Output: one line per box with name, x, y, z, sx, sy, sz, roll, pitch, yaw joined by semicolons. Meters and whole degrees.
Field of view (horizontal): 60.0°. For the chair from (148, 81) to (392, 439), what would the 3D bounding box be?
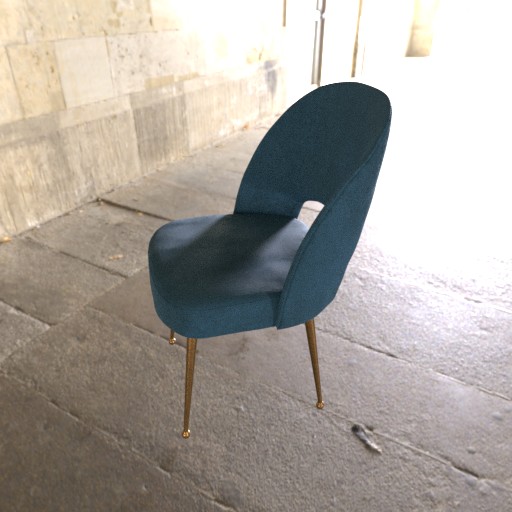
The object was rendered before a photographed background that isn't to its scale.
chair;0.000;0.000;1.215;0.577;0.860;0.527;-8;31;-13
